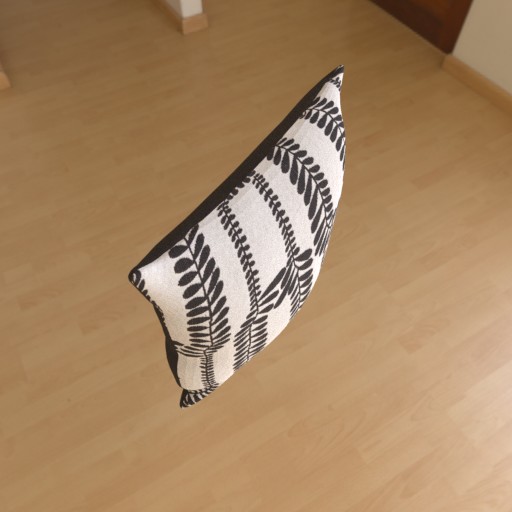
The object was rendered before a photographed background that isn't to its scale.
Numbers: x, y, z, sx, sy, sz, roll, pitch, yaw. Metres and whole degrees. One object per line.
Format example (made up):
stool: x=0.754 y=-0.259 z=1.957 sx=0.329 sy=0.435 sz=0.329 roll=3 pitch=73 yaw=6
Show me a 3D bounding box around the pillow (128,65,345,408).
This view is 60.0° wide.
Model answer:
pillow: x=0.000 y=0.000 z=0.696 sx=0.182 sy=0.441 sz=0.440 roll=30 pitch=61 yaw=18
